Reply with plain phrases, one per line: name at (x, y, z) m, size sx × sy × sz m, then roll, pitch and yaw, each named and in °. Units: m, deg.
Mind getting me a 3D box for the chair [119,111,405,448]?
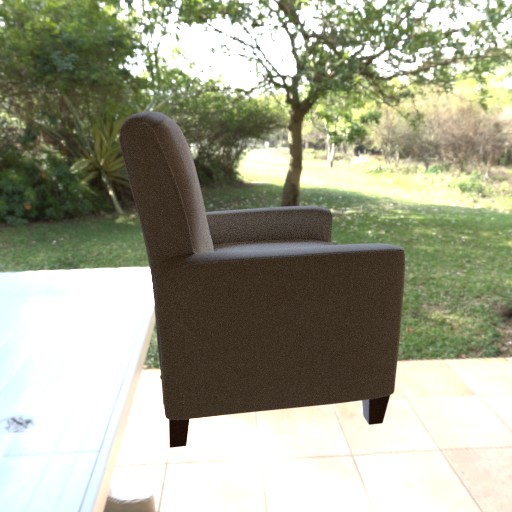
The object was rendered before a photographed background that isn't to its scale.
chair at (0.000, 0.000, 1.673) m, size 0.859 × 1.023 × 0.845 m, roll -3°, pitch 16°, yaw -10°
